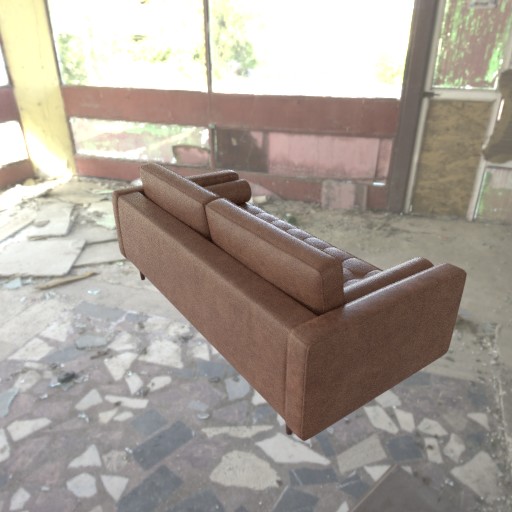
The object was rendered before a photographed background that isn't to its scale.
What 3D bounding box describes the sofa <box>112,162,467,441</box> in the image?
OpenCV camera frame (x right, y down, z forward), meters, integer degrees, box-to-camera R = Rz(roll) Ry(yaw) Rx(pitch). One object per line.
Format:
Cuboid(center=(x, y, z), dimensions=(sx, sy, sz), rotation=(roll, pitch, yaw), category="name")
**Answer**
Cuboid(center=(0.000, 0.000, 2.372), dimensions=(0.910, 0.760, 1.870), rotation=(-18, 32, -31), category="sofa")
